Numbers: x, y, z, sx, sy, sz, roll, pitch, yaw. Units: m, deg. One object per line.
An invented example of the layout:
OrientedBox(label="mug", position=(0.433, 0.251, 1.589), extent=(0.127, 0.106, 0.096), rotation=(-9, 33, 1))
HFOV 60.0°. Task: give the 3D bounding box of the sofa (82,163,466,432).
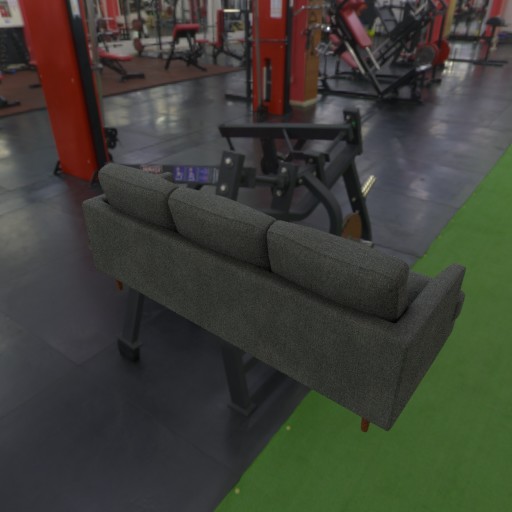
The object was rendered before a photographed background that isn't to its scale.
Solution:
OrientedBox(label="sofa", position=(0.000, 0.000, 2.705), extent=(2.246, 0.930, 0.903), rotation=(22, 37, 33))
